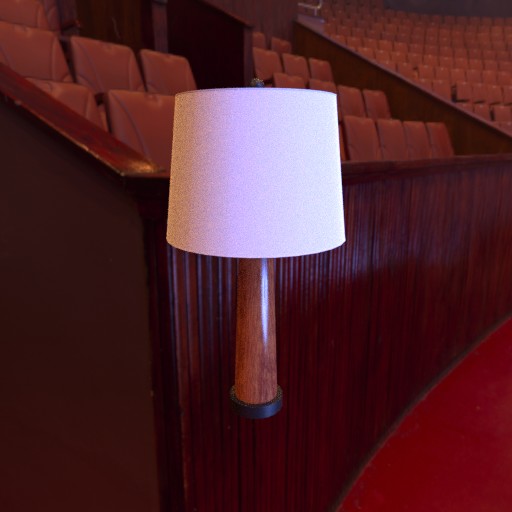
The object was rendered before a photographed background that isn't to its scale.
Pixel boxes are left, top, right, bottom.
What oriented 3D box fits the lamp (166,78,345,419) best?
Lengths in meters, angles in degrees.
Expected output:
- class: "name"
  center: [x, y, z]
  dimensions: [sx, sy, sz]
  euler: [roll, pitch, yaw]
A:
- class: "lamp"
  center: [0.000, 0.000, 0.889]
  dimensions: [0.349, 0.667, 0.349]
  euler: [0, 15, 0]
